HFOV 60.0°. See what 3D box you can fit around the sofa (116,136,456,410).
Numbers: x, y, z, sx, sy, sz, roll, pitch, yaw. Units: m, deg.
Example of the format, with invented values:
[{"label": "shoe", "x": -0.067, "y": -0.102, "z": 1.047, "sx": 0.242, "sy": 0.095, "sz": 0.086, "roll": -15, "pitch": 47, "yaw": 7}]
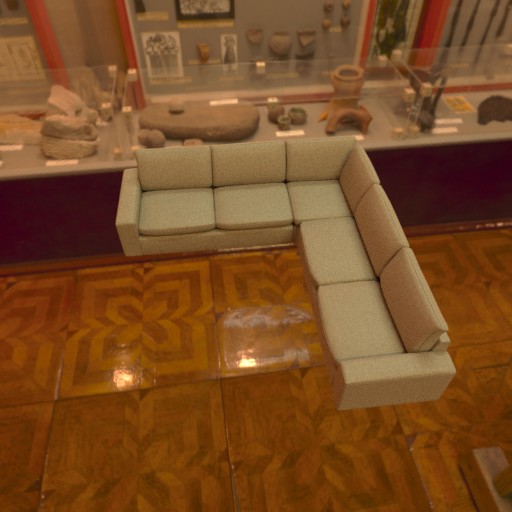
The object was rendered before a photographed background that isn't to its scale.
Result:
[{"label": "sofa", "x": 0.000, "y": 0.000, "z": 4.084, "sx": 2.622, "sy": 0.800, "sz": 2.742, "roll": -5, "pitch": 47, "yaw": -4}]
